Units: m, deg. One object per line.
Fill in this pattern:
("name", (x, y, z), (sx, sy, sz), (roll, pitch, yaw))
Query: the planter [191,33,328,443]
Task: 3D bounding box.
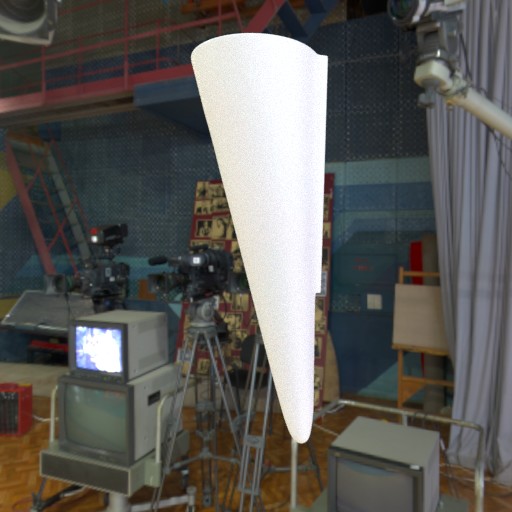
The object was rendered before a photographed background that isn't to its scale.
("planter", (0.000, 0.000, 0.221), (0.064, 0.193, 0.057), (0, 1, -17))
